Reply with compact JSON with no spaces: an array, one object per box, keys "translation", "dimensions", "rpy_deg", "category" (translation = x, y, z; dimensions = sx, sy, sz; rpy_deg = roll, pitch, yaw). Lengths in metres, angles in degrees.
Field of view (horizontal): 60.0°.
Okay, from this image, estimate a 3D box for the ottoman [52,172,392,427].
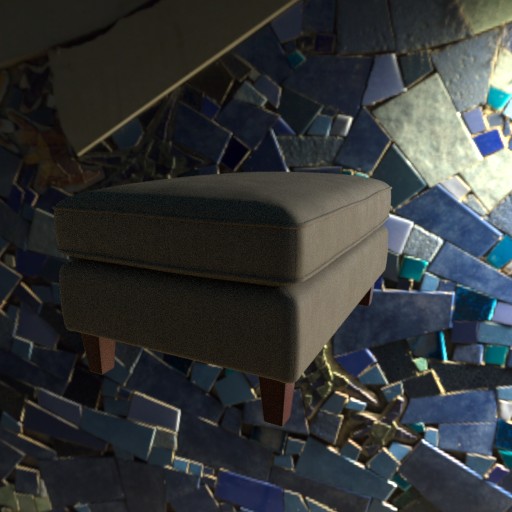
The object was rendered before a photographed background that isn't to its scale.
[{"translation":[0.000,0.000,1.324],"dimensions":[0.636,0.480,0.941],"rpy_deg":[7,15,25],"category":"ottoman"}]
